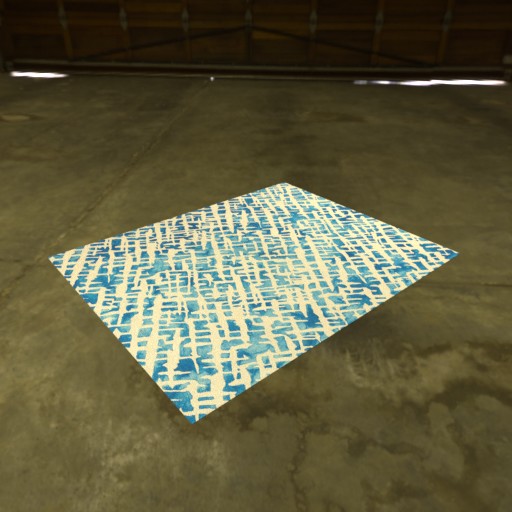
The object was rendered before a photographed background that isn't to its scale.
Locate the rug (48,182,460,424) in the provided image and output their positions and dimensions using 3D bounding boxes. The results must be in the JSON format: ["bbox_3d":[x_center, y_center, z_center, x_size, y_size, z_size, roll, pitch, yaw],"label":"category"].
[{"bbox_3d":[0.000,0.000,4.144,3.007,0.007,2.435,-23,37,-34],"label":"rug"}]
